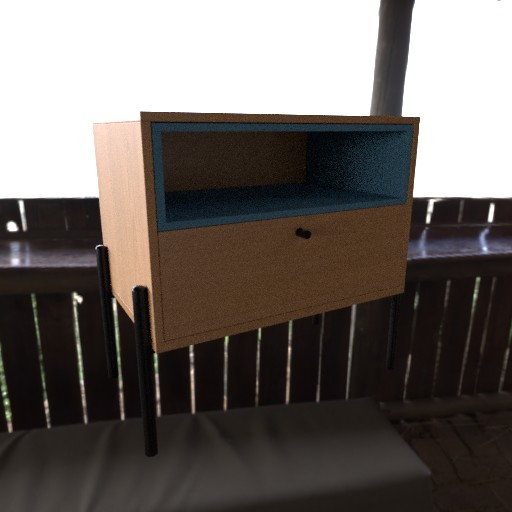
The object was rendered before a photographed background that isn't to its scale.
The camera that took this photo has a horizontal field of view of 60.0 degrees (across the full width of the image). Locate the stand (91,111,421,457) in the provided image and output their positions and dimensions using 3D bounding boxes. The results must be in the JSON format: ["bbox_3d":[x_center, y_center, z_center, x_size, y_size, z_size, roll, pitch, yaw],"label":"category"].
[{"bbox_3d":[0.000,0.000,0.999,0.630,0.600,0.400,-9,18,-29],"label":"stand"}]
